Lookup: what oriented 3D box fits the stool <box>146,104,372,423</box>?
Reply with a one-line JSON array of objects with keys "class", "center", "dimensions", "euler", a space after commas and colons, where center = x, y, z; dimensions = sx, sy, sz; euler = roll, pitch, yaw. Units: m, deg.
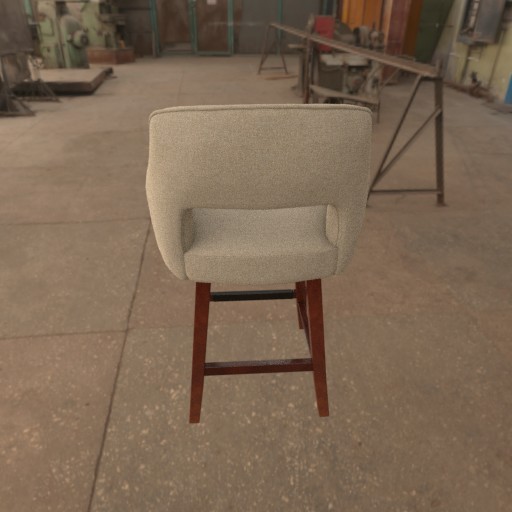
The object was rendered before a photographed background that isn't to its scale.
[{"class": "stool", "center": [0.000, 0.000, 1.263], "dimensions": [0.550, 0.936, 0.560], "euler": [-2, 30, -3]}]
